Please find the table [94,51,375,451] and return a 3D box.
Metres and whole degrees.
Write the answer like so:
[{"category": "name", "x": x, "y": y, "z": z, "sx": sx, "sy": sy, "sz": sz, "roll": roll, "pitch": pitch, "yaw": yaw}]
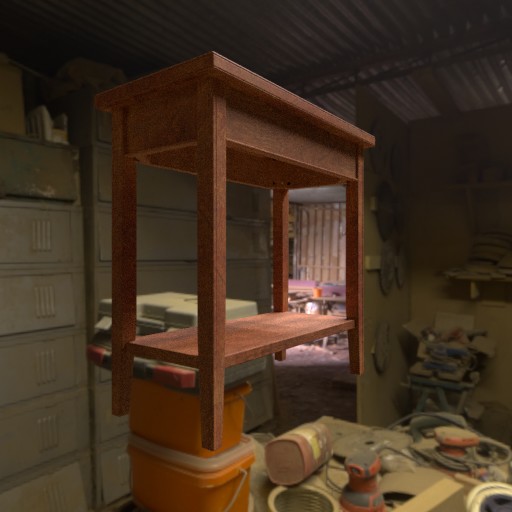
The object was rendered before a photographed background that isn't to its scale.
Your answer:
[{"category": "table", "x": 0.000, "y": 0.000, "z": 0.989, "sx": 0.305, "sy": 0.610, "sz": 0.610, "roll": 0, "pitch": 0, "yaw": 37}]
